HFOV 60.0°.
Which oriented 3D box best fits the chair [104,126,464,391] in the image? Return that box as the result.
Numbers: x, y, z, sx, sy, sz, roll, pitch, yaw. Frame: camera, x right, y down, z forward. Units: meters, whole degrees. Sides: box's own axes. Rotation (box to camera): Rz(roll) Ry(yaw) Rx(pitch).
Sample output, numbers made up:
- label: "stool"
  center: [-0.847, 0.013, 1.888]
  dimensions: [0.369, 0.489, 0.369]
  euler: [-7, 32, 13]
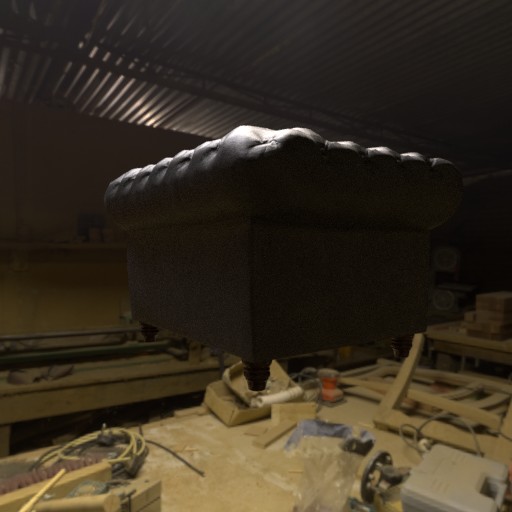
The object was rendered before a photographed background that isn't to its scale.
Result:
- label: "chair"
  center: [0.000, 0.000, 1.835]
  dimensions: [0.943, 0.780, 1.298]
  euler: [-1, 1, -35]
